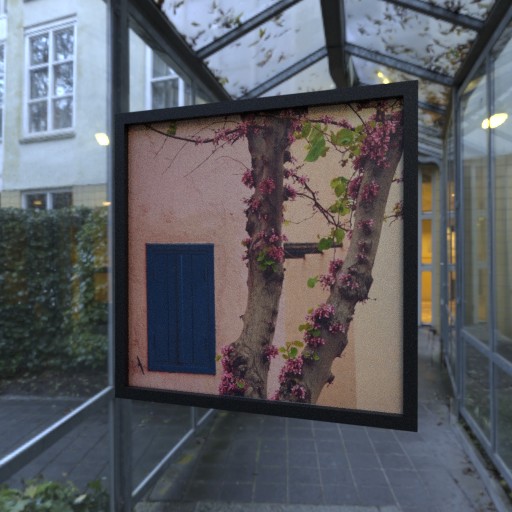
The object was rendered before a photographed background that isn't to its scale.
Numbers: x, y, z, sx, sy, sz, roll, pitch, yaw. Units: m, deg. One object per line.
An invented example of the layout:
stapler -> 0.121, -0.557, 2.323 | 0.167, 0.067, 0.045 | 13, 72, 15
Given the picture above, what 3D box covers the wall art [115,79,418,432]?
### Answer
wall art -> 0.000, 0.000, 0.446 | 0.305, 0.304, 0.038 | 0, 0, 18
